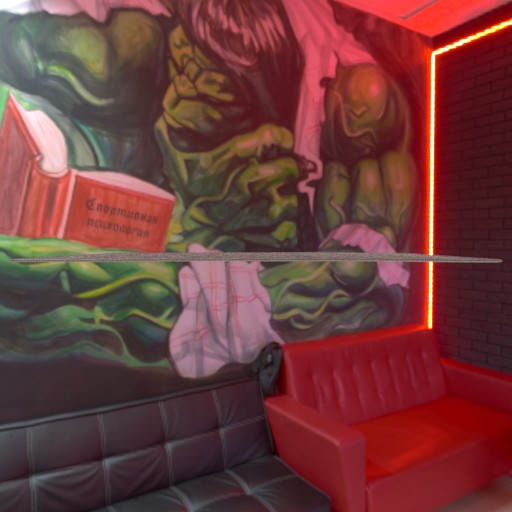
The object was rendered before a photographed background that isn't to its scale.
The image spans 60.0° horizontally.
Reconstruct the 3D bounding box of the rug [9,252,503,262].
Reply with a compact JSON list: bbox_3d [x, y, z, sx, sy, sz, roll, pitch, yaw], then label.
[{"bbox_3d":[0.000,0.000,2.992,2.498,0.022,1.535,0,2,1],"label":"rug"}]
